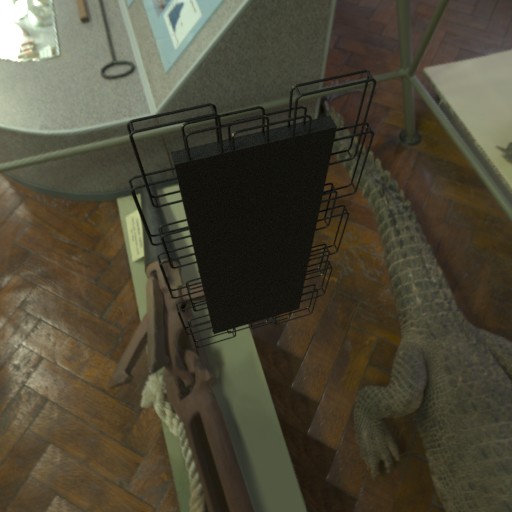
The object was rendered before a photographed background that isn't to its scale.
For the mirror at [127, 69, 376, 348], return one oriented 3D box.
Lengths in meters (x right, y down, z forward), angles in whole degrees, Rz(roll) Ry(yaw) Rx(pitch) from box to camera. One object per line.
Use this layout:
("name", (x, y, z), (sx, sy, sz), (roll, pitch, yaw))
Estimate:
("mirror", (0.000, 0.000, 1.364), (0.565, 1.192, 0.037), (-15, 61, -9))
